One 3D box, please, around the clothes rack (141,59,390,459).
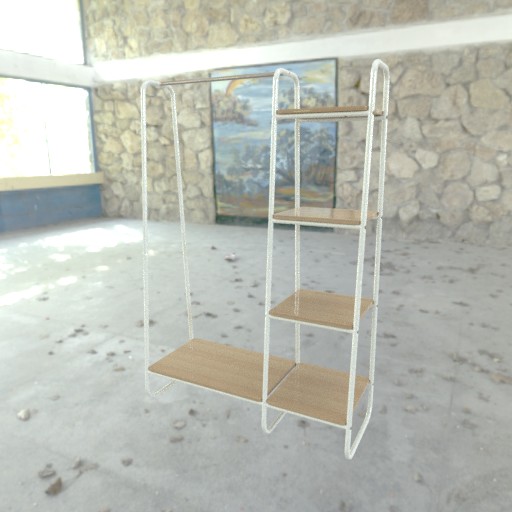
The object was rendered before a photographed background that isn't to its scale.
[{"bbox_3d":[0.000,0.000,1.942,1.011,1.500,0.400,7,15,26],"label":"clothes rack"}]
